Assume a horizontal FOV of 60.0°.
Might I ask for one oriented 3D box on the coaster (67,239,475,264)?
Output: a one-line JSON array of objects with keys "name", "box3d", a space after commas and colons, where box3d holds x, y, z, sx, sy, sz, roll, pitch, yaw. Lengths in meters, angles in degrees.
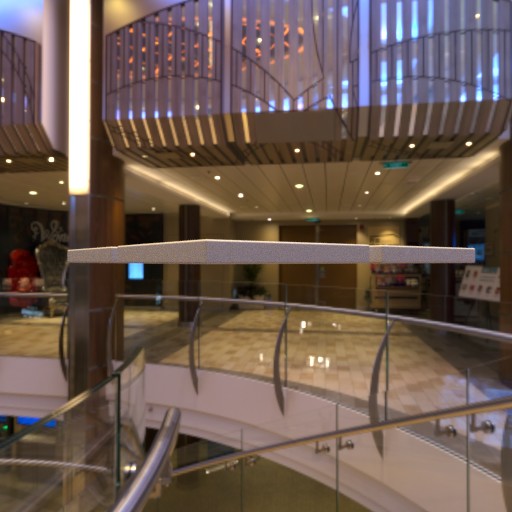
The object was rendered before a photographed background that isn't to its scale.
[{"name": "coaster", "box3d": [0.000, 0.000, 0.329, 0.214, 0.010, 0.219, 0, -1, -37]}]
